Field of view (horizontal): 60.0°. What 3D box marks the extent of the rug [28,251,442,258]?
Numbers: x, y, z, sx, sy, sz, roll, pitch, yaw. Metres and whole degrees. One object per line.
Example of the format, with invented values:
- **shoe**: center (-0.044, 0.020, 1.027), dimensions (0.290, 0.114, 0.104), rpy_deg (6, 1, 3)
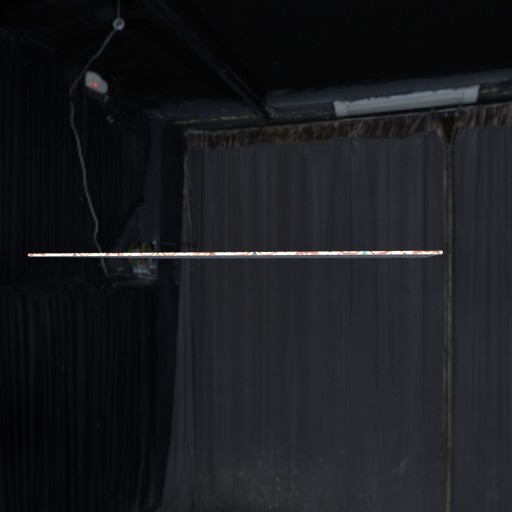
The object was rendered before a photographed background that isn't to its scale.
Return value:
- **rug**: center (0.000, 0.000, 4.355), dimensions (3.215, 0.020, 2.446), rpy_deg (0, -1, 19)
